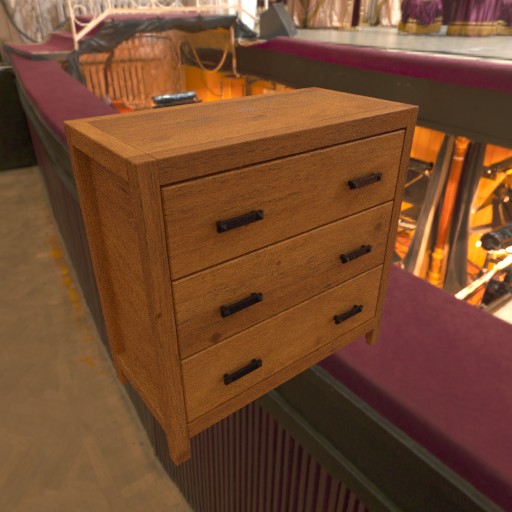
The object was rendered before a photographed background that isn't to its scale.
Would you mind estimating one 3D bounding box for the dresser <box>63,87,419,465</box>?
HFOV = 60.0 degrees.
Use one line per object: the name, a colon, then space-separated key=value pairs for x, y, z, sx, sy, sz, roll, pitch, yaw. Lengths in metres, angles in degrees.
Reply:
dresser: x=0.000 y=0.000 z=1.288 sx=0.804 sy=0.804 sz=0.427 roll=-21 pitch=36 yaw=-32
